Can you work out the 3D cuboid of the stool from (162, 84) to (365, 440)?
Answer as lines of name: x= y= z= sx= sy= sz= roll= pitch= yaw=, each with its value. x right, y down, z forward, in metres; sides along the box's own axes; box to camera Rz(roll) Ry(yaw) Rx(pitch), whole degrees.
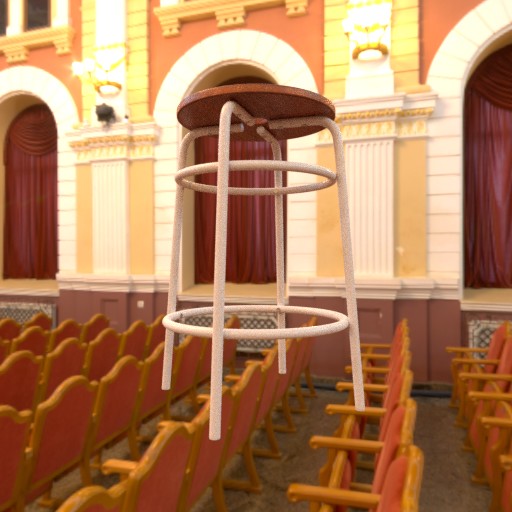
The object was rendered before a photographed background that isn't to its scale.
stool: x=0.000 y=0.000 z=0.949 sx=0.455 sy=0.610 sz=0.455 roll=0 pitch=0 yaw=18
